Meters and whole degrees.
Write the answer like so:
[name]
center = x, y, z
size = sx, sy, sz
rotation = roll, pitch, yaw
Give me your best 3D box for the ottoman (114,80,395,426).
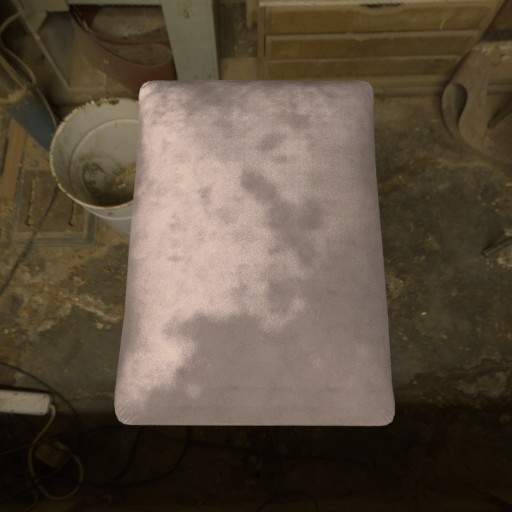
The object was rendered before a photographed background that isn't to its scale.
[ottoman]
center = 0.000, 0.000, 1.041
size = 0.520, 0.456, 0.719
rotation = 0, 76, 0
